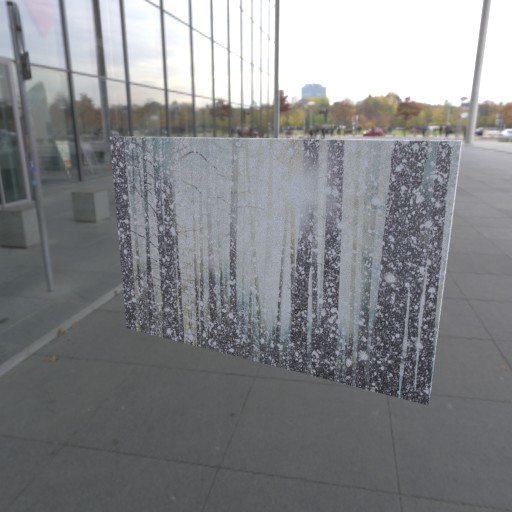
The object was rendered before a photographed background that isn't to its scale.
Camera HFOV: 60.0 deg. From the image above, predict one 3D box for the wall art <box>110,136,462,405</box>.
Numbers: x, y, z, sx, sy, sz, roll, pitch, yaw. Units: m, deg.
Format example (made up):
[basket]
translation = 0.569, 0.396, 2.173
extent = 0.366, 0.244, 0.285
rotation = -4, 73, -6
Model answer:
[wall art]
translation = 0.000, 0.000, 1.166
extent = 0.919, 0.598, 0.038
rotation = 8, 18, 26
